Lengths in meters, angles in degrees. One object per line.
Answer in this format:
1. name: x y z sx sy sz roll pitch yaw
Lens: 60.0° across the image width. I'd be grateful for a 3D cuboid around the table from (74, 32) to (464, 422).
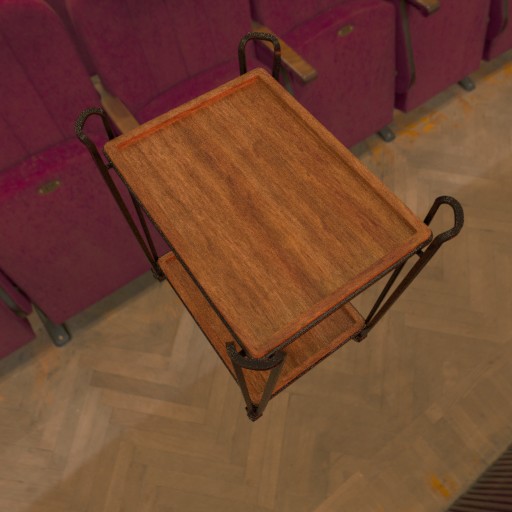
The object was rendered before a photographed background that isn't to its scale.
1. table: 0.000 0.000 1.205 0.505 0.785 0.672 -32 67 -15
